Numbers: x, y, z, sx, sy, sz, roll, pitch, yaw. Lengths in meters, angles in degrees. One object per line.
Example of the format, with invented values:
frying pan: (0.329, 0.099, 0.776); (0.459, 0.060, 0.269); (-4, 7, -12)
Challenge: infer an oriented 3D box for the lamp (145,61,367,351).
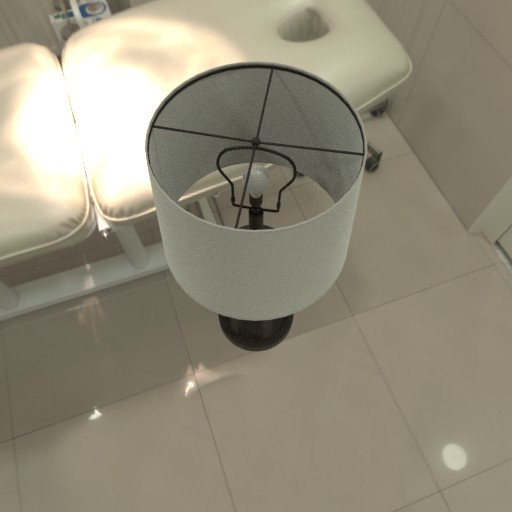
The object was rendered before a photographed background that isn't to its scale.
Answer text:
lamp: (0.000, 0.000, 0.665); (0.251, 0.509, 0.251); (0, 62, 0)
